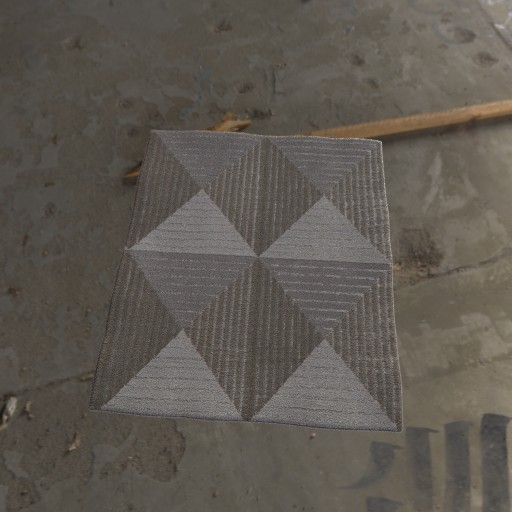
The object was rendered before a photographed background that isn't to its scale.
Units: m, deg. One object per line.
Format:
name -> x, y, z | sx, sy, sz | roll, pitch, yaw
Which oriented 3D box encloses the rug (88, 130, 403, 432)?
rug -> 0.000, 0.000, 0.902 | 0.551, 0.008, 0.642 | 3, 64, 2
